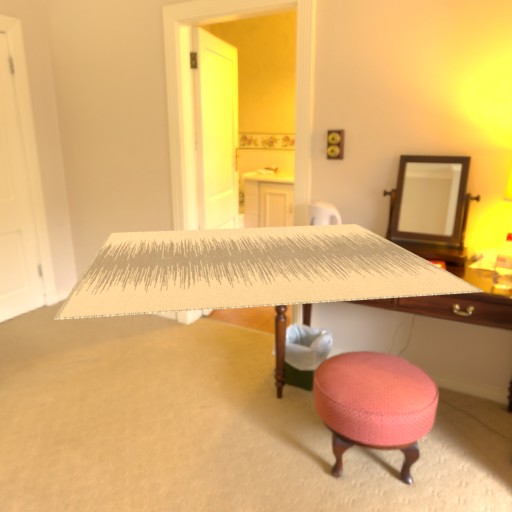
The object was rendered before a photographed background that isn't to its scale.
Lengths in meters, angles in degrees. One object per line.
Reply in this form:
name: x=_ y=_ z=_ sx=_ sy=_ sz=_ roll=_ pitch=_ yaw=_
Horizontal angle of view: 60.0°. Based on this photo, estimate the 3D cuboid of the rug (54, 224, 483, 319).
rug: x=0.000 y=0.000 z=4.215 sx=3.037 sy=0.010 sz=2.453 roll=-3 pitch=16 yaw=-9
